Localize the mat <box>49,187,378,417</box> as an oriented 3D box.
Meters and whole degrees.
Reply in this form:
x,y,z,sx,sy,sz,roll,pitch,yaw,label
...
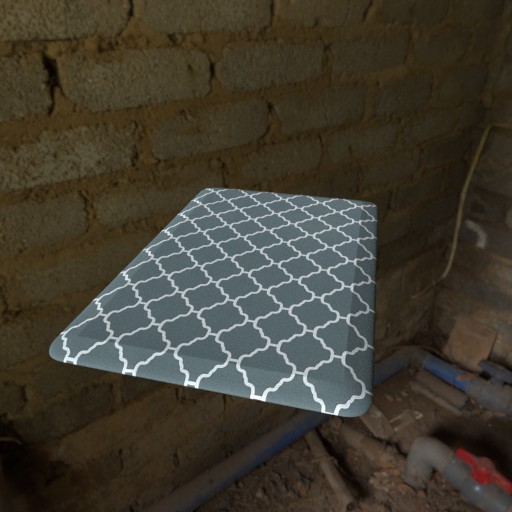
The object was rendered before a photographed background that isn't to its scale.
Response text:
x,y,z,sx,sy,sz,roll,pitch,yaw,label
0.000,0.000,0.955,0.508,0.021,0.762,7,30,12,mat
